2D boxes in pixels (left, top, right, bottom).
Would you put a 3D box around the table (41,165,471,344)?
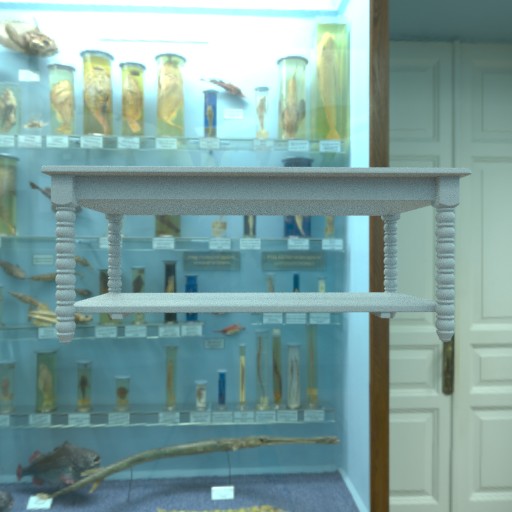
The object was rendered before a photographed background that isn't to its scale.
[{"bbox_3d":[0.000,0.000,1.486,1.171,0.487,0.580,0,0,-2],"label":"table"}]
